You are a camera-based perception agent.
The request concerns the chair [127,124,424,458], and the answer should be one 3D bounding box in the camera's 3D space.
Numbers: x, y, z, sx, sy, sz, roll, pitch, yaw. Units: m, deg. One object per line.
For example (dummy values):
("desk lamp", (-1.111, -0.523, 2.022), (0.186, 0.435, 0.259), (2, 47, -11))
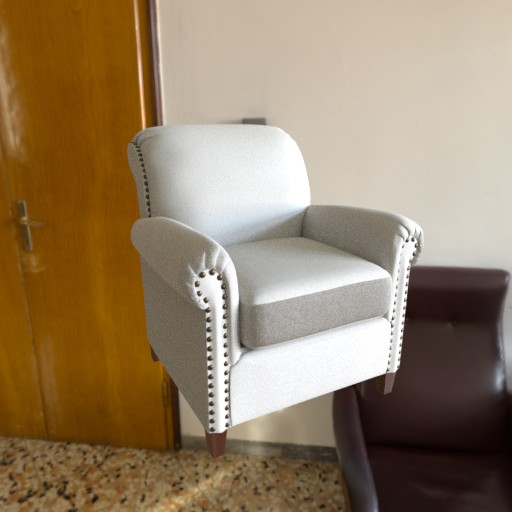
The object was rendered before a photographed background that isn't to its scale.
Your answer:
("chair", (0.000, 0.000, 1.627), (0.854, 0.927, 0.890), (-9, 19, -27))
